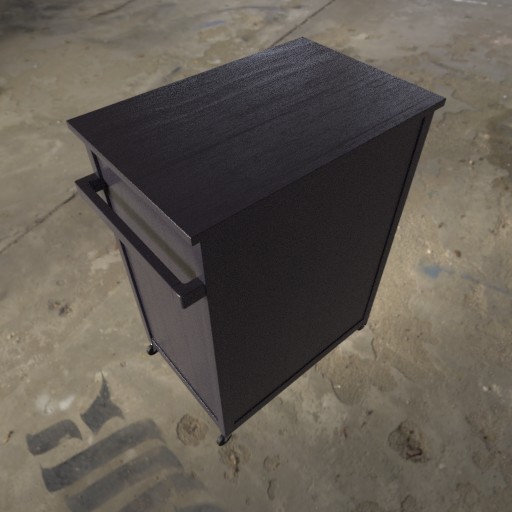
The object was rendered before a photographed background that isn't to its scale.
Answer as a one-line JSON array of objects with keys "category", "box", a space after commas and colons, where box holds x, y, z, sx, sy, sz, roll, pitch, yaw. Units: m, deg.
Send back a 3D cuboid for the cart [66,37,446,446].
[{"category": "cart", "box": [0.000, 0.000, 1.231, 0.690, 0.878, 0.449, -32, 54, -26]}]
